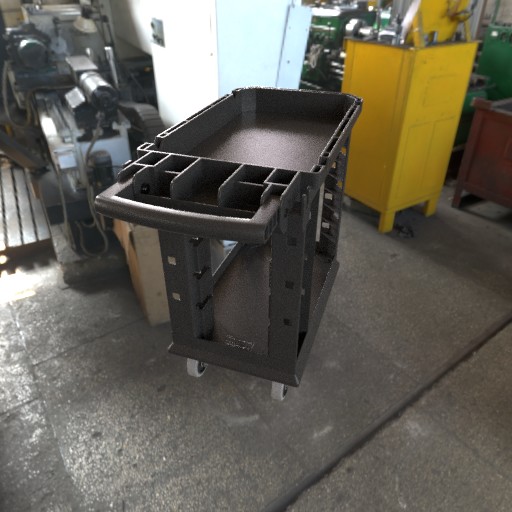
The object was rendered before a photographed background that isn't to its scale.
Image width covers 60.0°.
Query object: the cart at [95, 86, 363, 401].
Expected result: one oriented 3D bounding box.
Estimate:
[{"bbox_3d":[0.000,0.000,1.543,0.497,0.884,1.061,11,35,16],"label":"cart"}]
